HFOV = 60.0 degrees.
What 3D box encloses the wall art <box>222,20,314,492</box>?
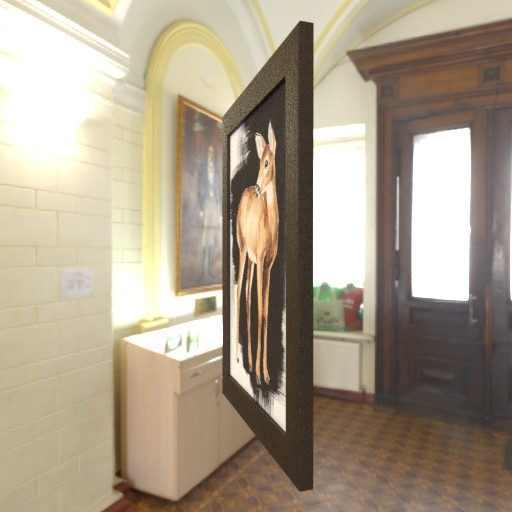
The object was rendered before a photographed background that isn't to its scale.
[{"bbox_3d":[0.000,0.000,0.655,0.017,0.513,0.359,0,0,-18],"label":"wall art"}]
